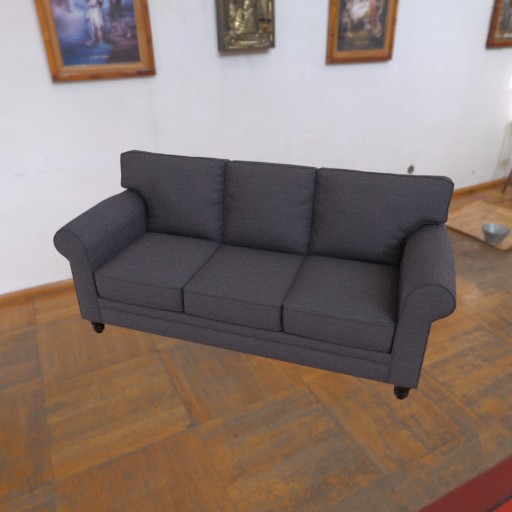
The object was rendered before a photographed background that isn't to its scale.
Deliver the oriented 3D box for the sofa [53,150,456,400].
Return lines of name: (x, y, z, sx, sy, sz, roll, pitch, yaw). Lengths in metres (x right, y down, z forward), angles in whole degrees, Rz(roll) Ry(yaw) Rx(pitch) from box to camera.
sofa: (0.000, 0.000, 2.582, 2.084, 0.966, 0.909, 8, 28, 16)
